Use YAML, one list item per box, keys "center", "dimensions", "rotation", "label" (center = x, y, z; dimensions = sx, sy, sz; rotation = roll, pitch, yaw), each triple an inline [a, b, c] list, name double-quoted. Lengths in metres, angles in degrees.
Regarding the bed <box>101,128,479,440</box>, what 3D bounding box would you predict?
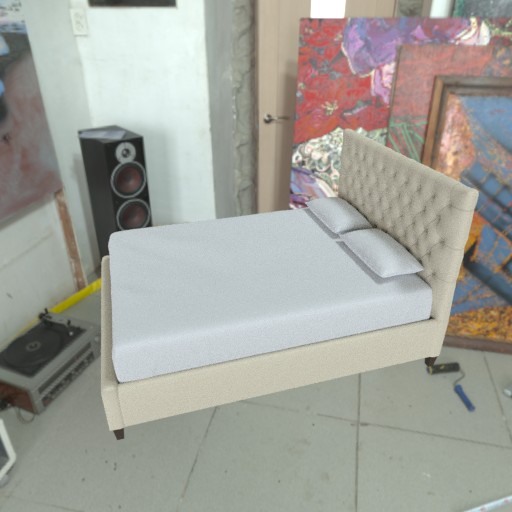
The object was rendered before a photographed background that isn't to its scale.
- center: [0.000, 0.000, 3.425]
  dimensions: [2.387, 1.427, 1.698]
  rotation: [-8, 30, -15]
  label: "bed"
